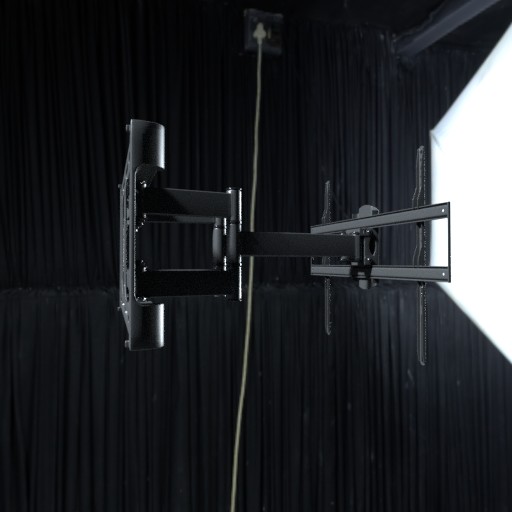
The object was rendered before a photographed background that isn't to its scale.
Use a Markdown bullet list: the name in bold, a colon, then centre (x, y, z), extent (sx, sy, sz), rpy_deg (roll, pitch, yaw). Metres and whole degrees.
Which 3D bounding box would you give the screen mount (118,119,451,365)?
- **screen mount**: centre (0.000, 0.000, 1.104), extent (0.644, 0.491, 0.661), rpy_deg (0, -1, -18)
